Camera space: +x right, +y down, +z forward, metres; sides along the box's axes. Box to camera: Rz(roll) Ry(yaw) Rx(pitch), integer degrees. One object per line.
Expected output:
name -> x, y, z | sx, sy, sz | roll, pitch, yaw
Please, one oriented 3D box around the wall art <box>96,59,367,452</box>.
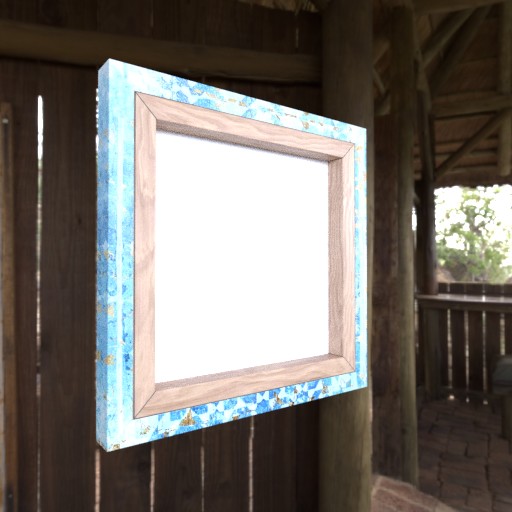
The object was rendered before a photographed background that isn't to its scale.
wall art -> 0.000, 0.000, 0.590 | 0.405, 0.405, 0.037 | 1, -1, -36
